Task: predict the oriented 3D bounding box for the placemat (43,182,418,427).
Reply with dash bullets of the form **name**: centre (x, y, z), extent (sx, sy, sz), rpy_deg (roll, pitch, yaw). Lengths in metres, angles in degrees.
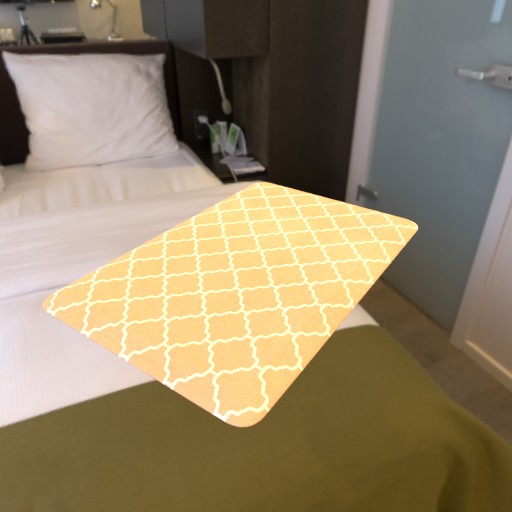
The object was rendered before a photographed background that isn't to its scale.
- **placemat**: centre (0.000, 0.000, 0.991), extent (0.508, 0.021, 0.762), rpy_deg (20, 37, 29)
